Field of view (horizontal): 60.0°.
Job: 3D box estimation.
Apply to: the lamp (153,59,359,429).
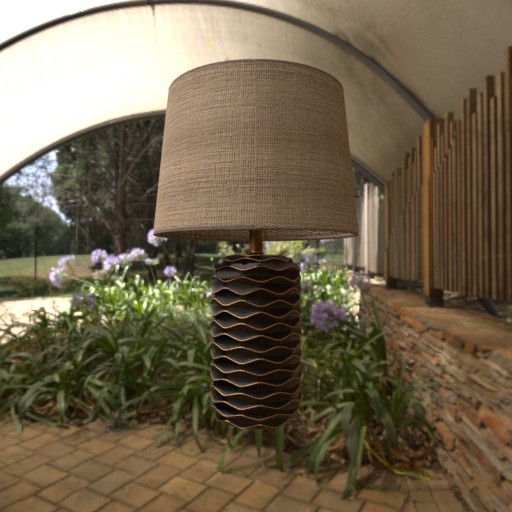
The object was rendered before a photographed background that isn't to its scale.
[{"bbox_3d":[0.000,0.000,0.830,0.376,0.594,0.376,0,-1,0],"label":"lamp"}]
